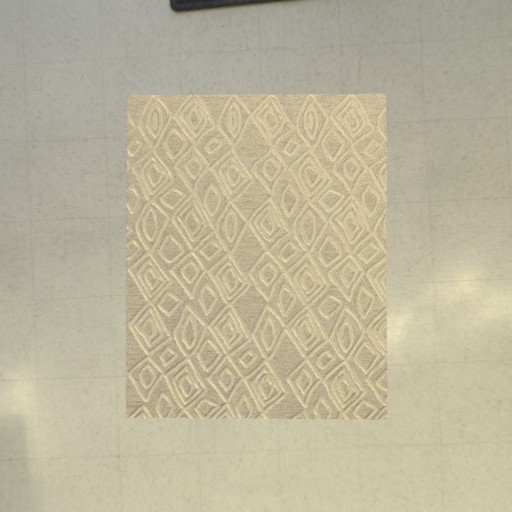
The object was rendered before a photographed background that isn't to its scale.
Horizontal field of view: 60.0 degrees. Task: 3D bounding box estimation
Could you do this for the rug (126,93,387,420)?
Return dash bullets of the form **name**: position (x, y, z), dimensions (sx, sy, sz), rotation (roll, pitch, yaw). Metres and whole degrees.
- **rug**: position (0.000, 0.000, 4.156), dimensions (2.449, 0.025, 3.049), rotation (0, 89, 1)
